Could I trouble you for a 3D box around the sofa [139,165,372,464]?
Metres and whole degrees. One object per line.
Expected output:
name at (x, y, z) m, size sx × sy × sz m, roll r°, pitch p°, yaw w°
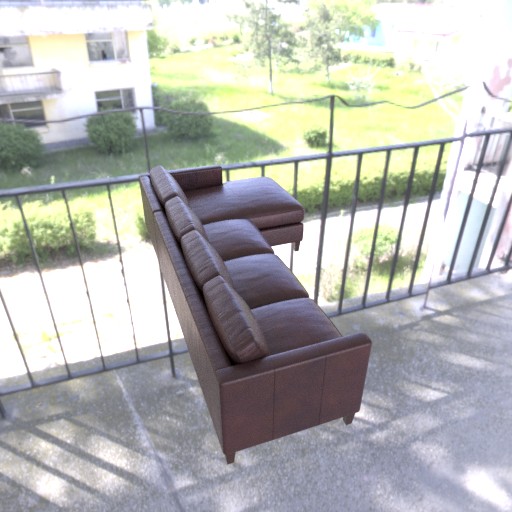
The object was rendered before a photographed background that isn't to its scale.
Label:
sofa at (0.000, 0.000, 3.968) m, size 1.581 × 0.883 × 3.203 m, roll -11°, pitch 33°, yaw -17°
